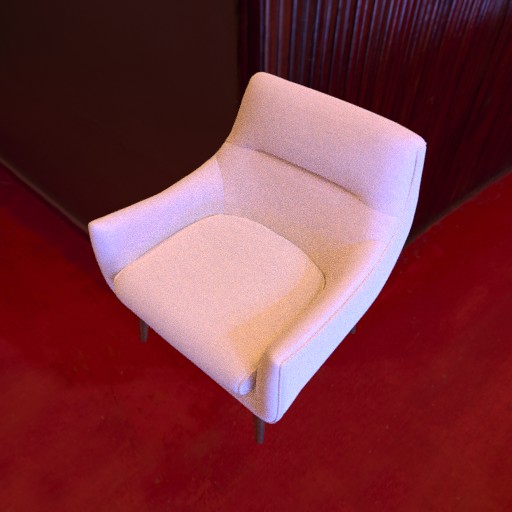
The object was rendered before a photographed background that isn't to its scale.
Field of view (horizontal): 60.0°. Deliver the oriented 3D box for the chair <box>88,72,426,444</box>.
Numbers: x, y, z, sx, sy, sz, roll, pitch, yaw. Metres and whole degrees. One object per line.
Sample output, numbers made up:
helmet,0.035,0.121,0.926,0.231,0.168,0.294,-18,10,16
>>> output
chair,0.000,0.000,1.450,0.762,0.838,0.787,32,54,27
